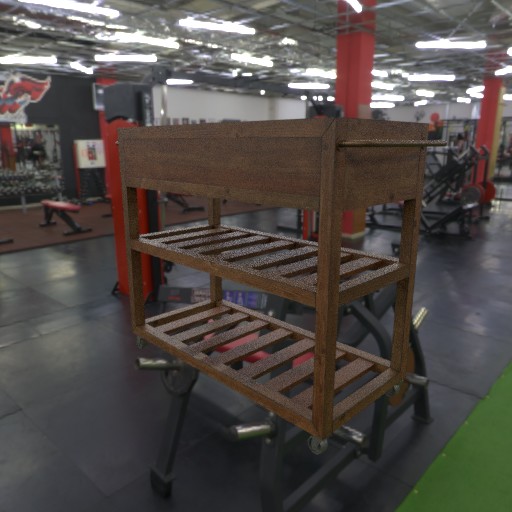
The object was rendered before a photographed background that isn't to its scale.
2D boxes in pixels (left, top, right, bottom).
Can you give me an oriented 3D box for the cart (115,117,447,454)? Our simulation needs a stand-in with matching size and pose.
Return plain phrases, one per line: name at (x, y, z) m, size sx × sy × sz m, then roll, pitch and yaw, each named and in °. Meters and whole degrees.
cart at (0.000, 0.000, 1.472) m, size 0.445 × 0.830 × 1.065 m, roll -14°, pitch 20°, yaw -43°
